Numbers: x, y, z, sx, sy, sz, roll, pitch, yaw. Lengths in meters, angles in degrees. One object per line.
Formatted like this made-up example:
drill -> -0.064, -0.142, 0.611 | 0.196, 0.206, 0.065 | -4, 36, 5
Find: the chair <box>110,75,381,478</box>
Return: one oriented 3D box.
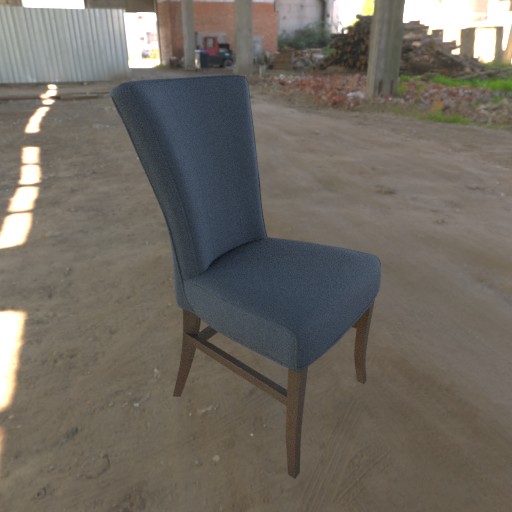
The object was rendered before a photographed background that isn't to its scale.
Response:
chair -> 0.000, 0.000, 1.344 | 0.660, 0.991, 0.520 | 17, 30, 32
